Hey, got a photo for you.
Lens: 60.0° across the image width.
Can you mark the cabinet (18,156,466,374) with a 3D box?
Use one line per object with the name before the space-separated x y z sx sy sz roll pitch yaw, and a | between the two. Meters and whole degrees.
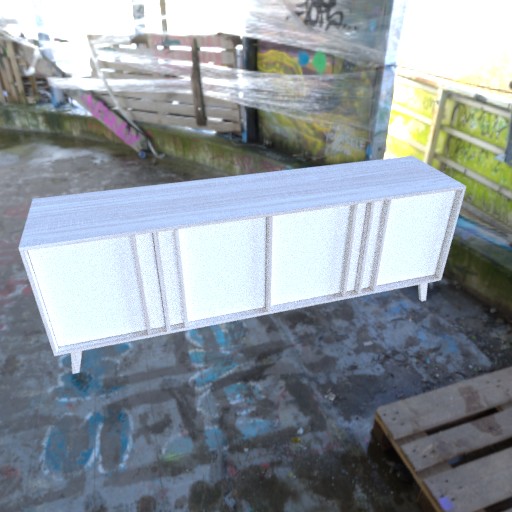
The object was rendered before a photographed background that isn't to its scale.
cabinet | 0.000 0.000 2.508 2.200 0.780 0.500 -9 33 -14
